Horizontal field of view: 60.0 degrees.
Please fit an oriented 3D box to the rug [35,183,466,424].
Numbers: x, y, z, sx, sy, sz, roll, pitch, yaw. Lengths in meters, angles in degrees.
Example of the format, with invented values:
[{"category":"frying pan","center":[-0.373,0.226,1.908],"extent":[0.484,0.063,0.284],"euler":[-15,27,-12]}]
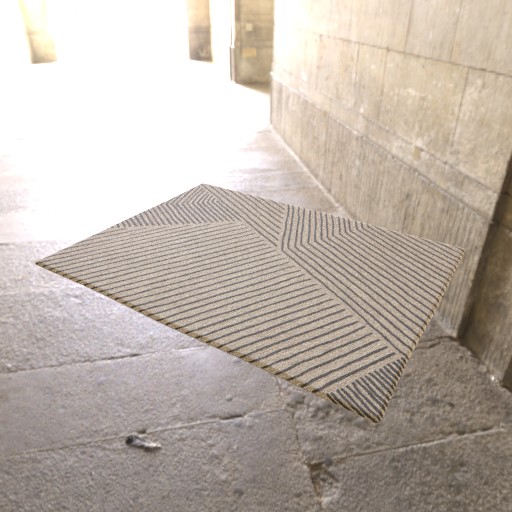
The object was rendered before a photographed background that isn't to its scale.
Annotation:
[{"category":"rug","center":[0.000,0.000,3.126],"extent":[2.449,0.028,1.829],"euler":[18,35,28]}]
